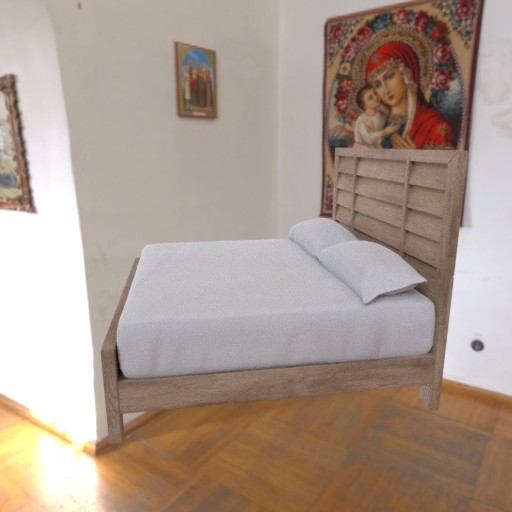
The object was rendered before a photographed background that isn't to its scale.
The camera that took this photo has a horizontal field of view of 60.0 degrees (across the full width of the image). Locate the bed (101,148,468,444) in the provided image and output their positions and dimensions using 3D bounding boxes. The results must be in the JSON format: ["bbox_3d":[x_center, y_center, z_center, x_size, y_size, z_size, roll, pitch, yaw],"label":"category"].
[{"bbox_3d":[0.000,0.000,3.468,2.062,1.626,2.032,-2,14,-9],"label":"bed"}]
